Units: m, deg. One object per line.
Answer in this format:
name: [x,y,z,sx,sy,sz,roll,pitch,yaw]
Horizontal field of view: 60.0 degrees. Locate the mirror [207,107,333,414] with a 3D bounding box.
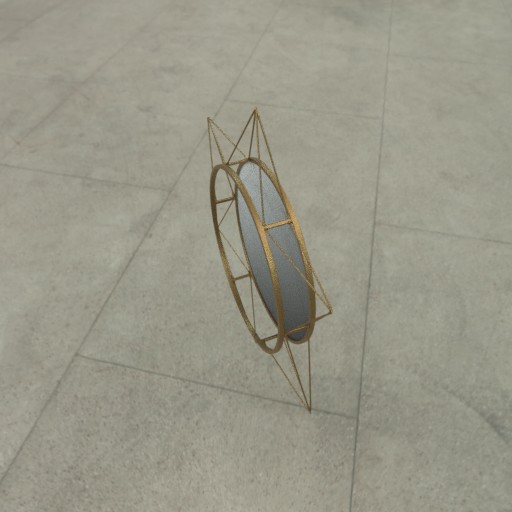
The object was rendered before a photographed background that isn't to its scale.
mirror: [0.000,0.000,0.803,0.062,0.581,0.498,-16,49,-15]
